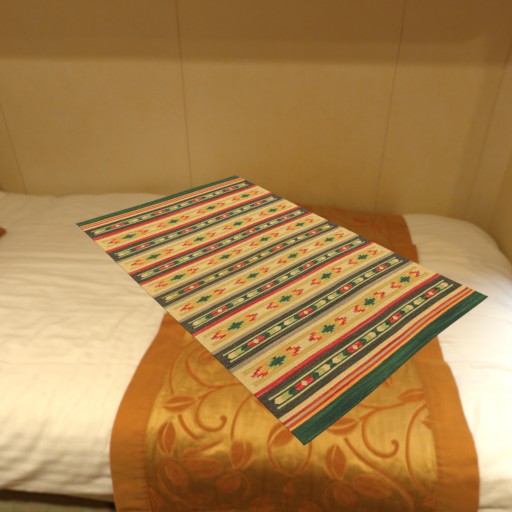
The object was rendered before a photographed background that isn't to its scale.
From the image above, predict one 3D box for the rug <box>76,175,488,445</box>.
[{"bbox_3d":[0.000,0.000,2.972,1.520,0.011,2.447,-24,39,-33],"label":"rug"}]
